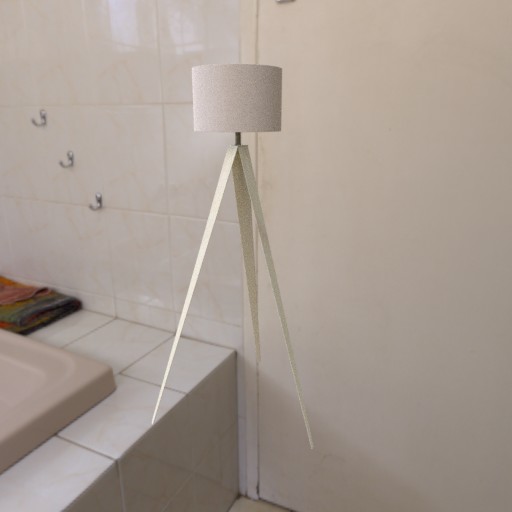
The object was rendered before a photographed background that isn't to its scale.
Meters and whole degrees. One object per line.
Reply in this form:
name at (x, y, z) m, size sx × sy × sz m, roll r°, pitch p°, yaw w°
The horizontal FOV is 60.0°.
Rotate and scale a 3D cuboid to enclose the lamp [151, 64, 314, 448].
lamp at (0.000, 0.000, 1.956) m, size 0.716 × 1.524 × 0.724 m, roll 9°, pitch 19°, yaw 27°
